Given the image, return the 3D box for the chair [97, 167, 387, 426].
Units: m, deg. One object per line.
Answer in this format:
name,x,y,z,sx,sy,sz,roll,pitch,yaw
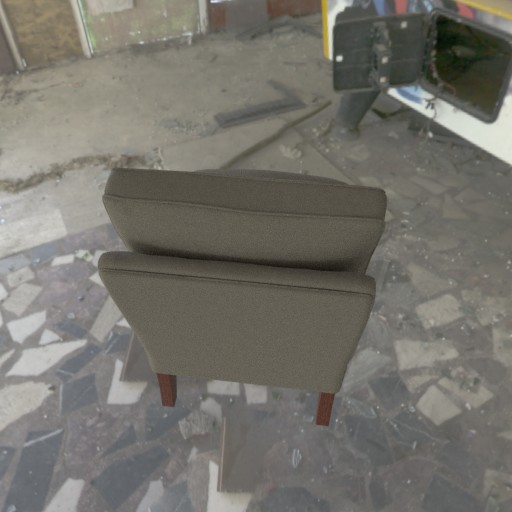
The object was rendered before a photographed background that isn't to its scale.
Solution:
chair,0.000,0.000,1.642,0.724,1.045,0.924,5,46,5
